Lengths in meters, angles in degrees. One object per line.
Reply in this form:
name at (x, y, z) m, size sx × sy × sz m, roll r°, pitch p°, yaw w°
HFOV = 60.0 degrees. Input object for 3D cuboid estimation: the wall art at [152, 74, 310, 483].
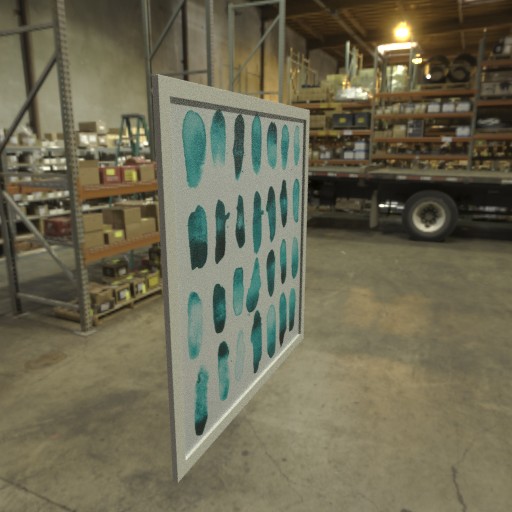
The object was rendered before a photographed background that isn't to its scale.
wall art at (0.000, 0.000, 1.205) m, size 0.013 × 0.813 × 0.812 m, roll 6°, pitch 15°, yaw 24°
